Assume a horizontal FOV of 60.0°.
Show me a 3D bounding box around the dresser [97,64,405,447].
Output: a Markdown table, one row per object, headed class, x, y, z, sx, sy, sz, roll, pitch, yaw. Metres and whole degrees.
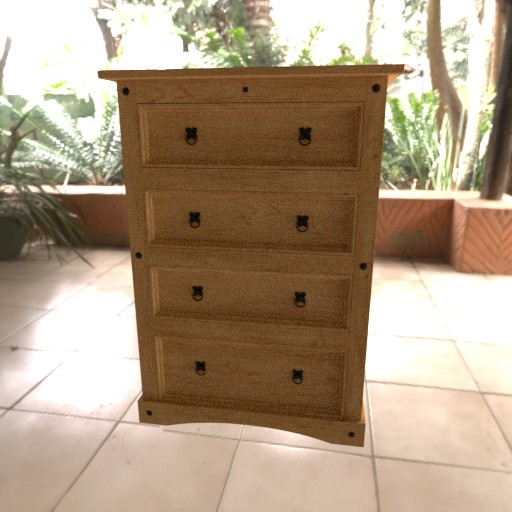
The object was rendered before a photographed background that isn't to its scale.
| class | x | y | z | sx | sy | sz | roll | pitch | yaw |
| --- | --- | --- | --- | --- | --- | --- | --- | --- | --- |
| dresser | 0.000 | 0.000 | 1.708 | 0.915 | 1.300 | 0.485 | 3 | 17 | 9 |
